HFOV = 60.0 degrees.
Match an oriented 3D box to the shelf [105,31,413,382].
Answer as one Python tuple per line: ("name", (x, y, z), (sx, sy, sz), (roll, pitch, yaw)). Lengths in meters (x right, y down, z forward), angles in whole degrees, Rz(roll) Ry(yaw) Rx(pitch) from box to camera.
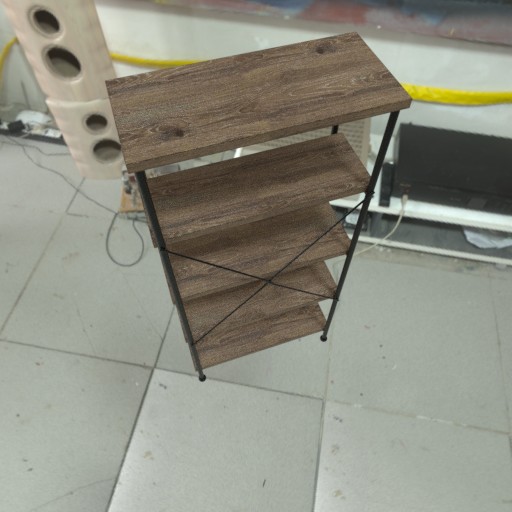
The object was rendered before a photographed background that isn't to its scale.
("shelf", (0.000, 0.000, 1.963), (0.800, 1.700, 0.360), (-16, 58, -10))
